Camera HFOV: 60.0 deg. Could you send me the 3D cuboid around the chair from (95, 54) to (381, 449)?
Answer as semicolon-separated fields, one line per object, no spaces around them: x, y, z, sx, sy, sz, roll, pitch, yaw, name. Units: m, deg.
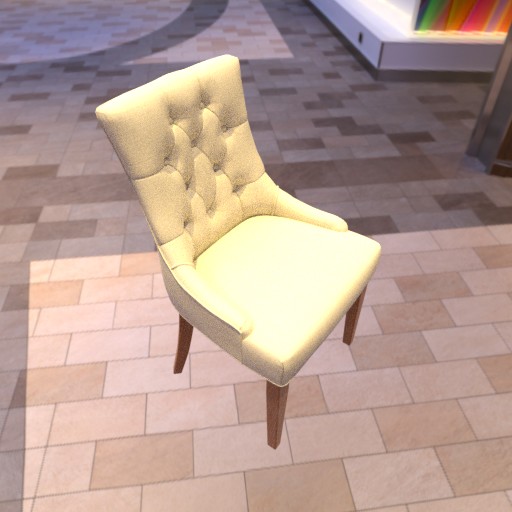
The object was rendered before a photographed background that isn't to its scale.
0.000;0.000;1.214;0.565;0.874;0.509;26;48;26;chair
